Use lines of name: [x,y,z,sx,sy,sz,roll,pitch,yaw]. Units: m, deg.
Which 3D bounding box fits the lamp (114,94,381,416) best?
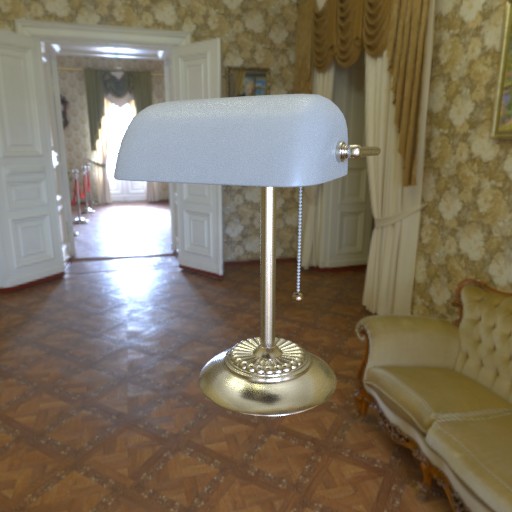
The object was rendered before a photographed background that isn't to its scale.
lamp: [0.000,0.000,0.513,0.264,0.339,0.243,7,15,27]
